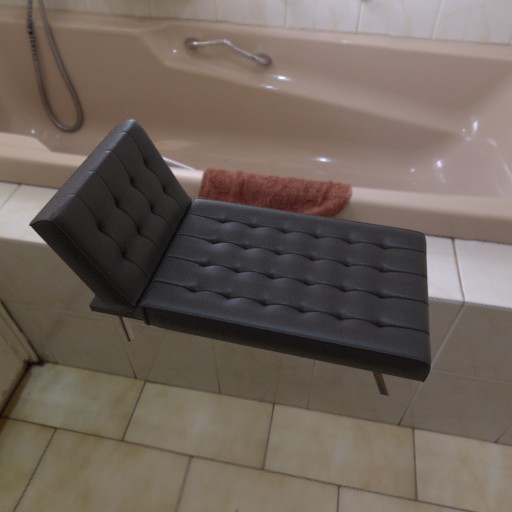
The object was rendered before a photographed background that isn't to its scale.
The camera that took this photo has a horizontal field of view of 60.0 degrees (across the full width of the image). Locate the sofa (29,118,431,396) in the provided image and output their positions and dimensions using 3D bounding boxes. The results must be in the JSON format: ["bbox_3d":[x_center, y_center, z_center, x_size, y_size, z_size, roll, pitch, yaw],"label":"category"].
[{"bbox_3d":[0.000,0.000,2.015,1.560,0.820,0.760,10,47,9],"label":"sofa"}]
